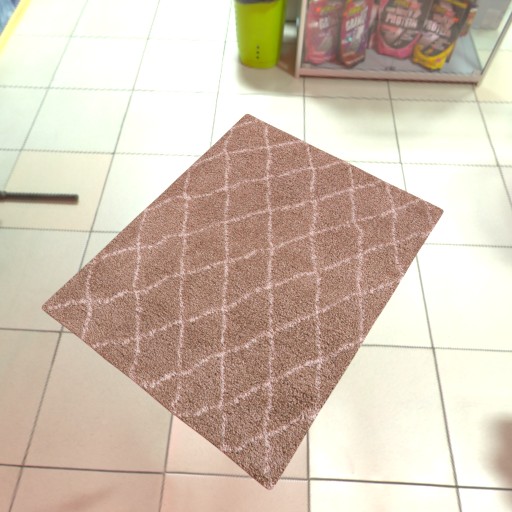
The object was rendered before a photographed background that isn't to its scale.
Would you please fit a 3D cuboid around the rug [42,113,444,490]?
[{"bbox_3d":[0.000,0.000,4.133,2.438,0.029,3.047,31,63,18],"label":"rug"}]
